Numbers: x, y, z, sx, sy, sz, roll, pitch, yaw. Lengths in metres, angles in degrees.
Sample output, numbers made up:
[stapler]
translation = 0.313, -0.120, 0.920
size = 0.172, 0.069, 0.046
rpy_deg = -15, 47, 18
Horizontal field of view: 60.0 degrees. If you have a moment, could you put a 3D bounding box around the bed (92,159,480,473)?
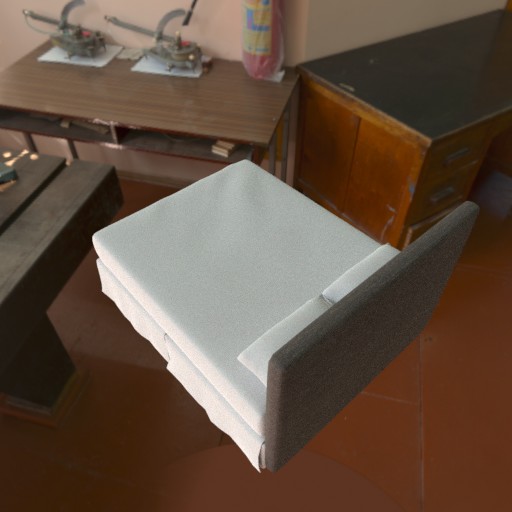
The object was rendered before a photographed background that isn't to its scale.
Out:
[bed]
translation = 0.000, 0.000, 3.227
size = 1.723, 1.330, 2.142
rpy_deg = -32, 54, -28
